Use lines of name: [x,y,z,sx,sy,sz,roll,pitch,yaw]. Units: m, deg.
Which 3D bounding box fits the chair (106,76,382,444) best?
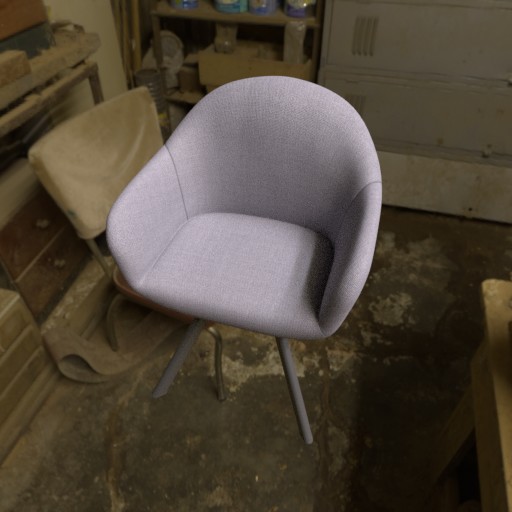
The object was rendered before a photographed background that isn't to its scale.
chair: [0.000,0.000,1.204,0.590,0.795,0.550,12,43,13]
